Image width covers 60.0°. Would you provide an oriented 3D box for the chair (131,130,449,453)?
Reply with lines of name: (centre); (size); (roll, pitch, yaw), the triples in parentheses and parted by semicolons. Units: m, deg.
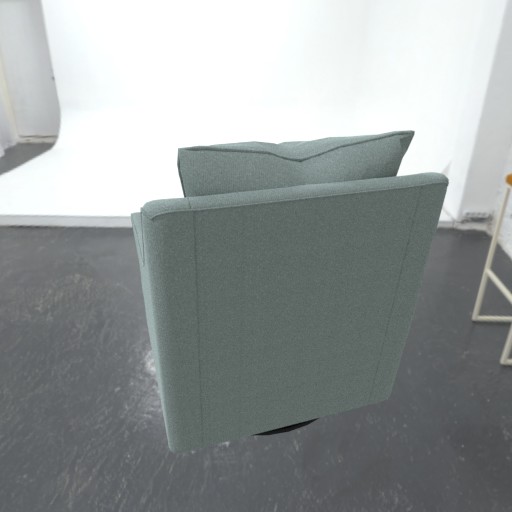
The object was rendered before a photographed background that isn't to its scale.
chair: (0.000, 0.000, 1.498); (0.760, 0.926, 0.870); (-8, 28, -16)
